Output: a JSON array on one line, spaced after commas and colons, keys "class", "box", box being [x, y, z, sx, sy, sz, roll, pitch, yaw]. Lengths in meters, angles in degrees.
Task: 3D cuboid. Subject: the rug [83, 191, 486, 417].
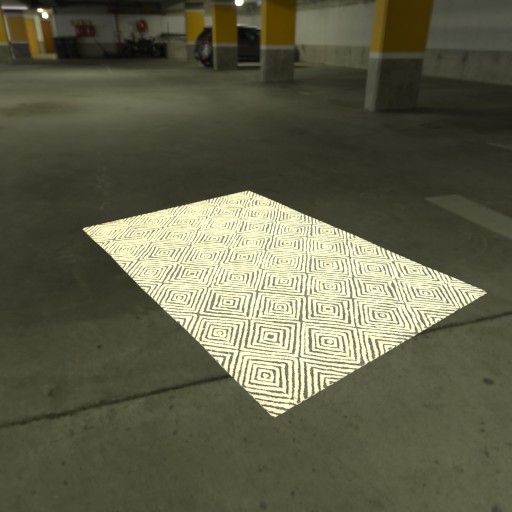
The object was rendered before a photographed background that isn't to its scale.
[{"class": "rug", "box": [0.000, 0.000, 2.215, 1.177, 0.004, 1.750, -18, 32, -32]}]
